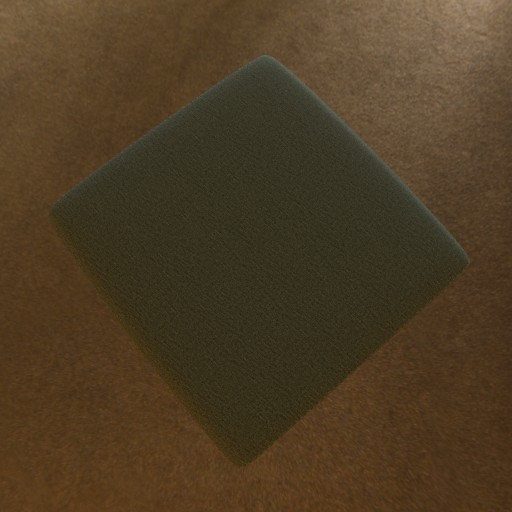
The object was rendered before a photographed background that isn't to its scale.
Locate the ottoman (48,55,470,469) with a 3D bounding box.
[{"bbox_3d":[0.000,0.000,1.056,0.649,0.398,0.650,-39,79,-9],"label":"ottoman"}]
